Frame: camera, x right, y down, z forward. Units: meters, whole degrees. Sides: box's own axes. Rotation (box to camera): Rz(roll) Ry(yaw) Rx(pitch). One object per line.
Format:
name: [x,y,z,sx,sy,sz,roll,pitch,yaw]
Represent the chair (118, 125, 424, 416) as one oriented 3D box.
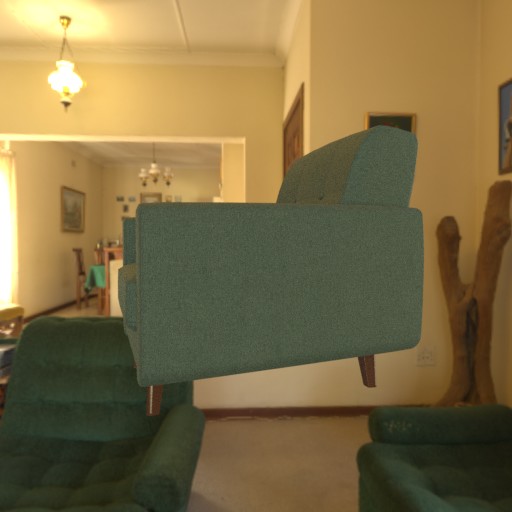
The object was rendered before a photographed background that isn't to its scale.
chair: [0.000,0.000,1.556,0.909,0.841,0.831,-1,2,-19]
